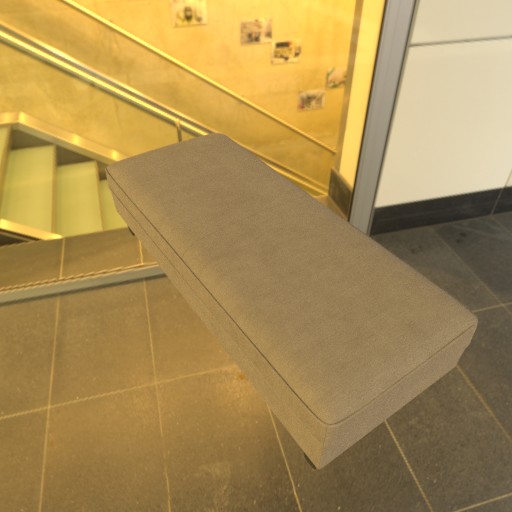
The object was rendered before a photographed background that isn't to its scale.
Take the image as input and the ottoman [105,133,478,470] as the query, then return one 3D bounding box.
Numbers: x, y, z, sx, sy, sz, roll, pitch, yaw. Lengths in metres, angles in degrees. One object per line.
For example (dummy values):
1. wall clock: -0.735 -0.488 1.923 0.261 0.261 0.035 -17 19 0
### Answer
1. ottoman: 0.000 0.000 2.018 0.751 0.470 1.764 -24 47 -25
